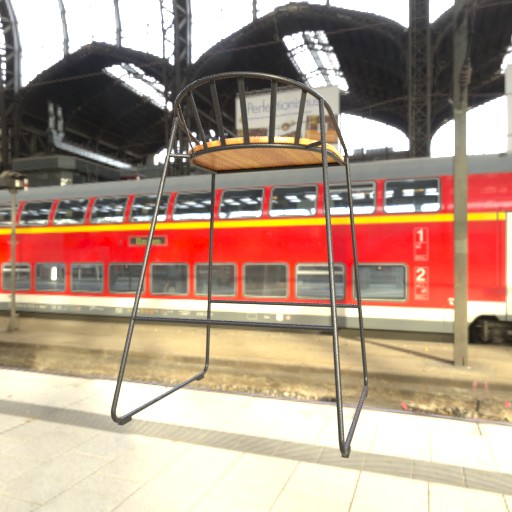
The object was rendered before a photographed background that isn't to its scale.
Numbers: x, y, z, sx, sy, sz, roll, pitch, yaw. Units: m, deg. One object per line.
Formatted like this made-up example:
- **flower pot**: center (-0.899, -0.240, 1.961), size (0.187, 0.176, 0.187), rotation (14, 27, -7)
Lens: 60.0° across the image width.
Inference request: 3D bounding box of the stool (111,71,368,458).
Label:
- **stool**: center (0.000, 0.000, 1.189), size (0.546, 0.812, 0.521), rotation (0, 0, 19)
